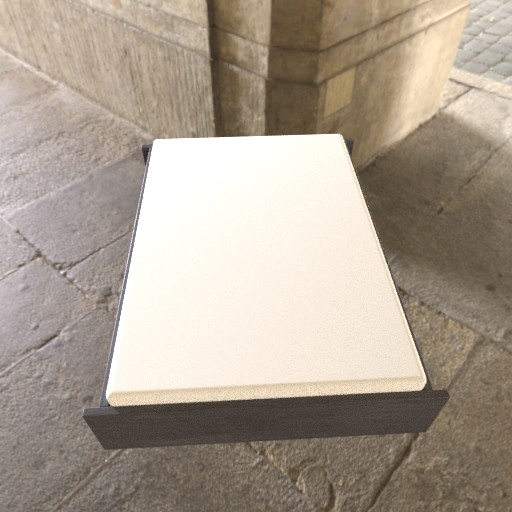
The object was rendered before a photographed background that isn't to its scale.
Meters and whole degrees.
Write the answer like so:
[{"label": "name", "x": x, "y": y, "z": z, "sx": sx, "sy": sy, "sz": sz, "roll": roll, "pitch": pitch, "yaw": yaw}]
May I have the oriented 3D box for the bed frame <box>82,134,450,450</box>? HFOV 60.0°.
[{"label": "bed frame", "x": 0.000, "y": 0.000, "z": 2.561, "sx": 1.490, "sy": 0.432, "sz": 1.950, "roll": -2, "pitch": 47, "yaw": -2}]
